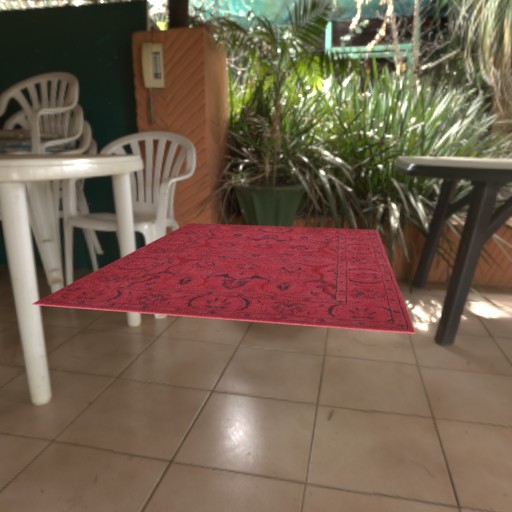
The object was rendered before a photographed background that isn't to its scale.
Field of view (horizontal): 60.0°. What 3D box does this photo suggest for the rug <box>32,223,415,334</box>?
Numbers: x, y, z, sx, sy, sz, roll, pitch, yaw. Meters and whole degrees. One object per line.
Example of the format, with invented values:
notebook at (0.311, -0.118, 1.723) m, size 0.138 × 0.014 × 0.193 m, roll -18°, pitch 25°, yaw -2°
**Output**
rug at (0.000, 0.000, 3.962) m, size 2.300 × 0.012 × 2.929 m, roll 3°, pitch 15°, yaw 11°
